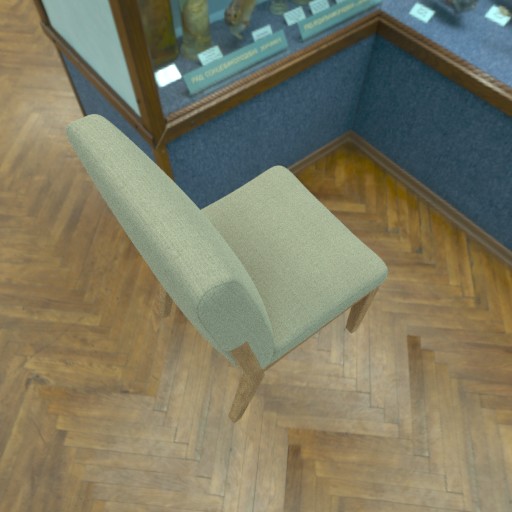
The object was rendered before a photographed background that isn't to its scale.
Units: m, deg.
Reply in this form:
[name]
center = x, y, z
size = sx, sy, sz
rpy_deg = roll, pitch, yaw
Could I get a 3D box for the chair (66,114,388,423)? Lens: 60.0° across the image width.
[chair]
center = 0.000, 0.000, 1.213
size = 0.586, 0.911, 0.507
rpy_deg = -32, 64, -18
